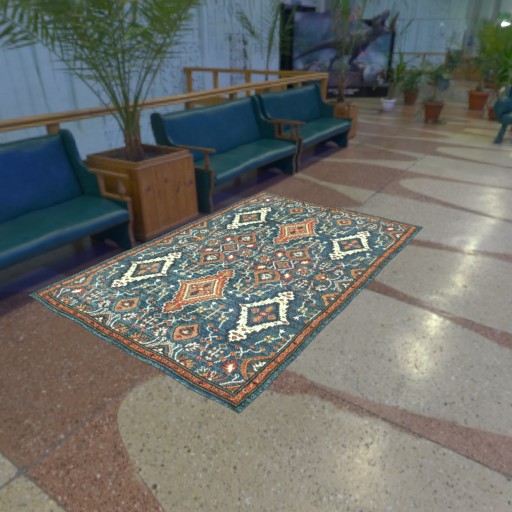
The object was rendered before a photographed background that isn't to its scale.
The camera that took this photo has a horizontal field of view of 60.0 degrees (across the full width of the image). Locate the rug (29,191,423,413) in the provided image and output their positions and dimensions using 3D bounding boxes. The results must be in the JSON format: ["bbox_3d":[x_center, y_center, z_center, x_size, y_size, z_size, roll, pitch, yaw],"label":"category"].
[{"bbox_3d":[0.000,0.000,4.255,2.190,0.008,3.371,18,31,32],"label":"rug"}]
